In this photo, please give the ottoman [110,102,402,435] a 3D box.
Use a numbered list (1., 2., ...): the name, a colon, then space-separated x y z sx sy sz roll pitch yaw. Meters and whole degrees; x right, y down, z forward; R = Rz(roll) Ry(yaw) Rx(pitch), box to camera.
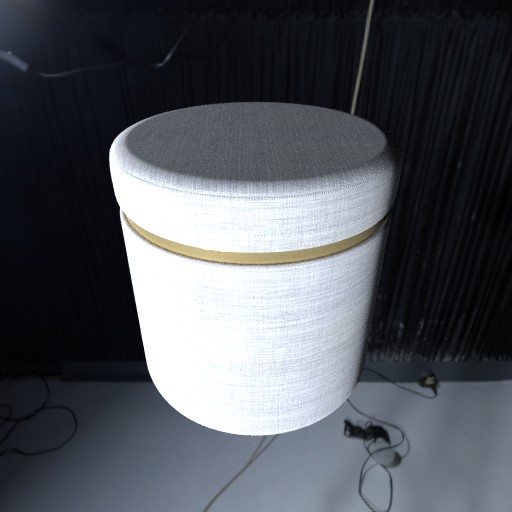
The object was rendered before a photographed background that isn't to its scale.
1. ottoman: 0.000 0.000 0.723 0.400 0.406 0.400 0 32 0
